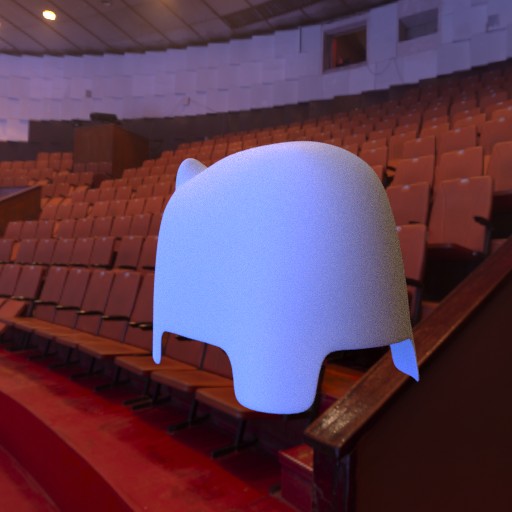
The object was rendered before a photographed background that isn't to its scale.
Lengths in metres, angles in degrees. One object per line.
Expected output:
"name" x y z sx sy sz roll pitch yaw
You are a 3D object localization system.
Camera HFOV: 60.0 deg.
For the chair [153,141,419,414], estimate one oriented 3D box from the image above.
"chair" 0.000 0.000 0.879 0.364 0.423 0.619 1 -1 -36
